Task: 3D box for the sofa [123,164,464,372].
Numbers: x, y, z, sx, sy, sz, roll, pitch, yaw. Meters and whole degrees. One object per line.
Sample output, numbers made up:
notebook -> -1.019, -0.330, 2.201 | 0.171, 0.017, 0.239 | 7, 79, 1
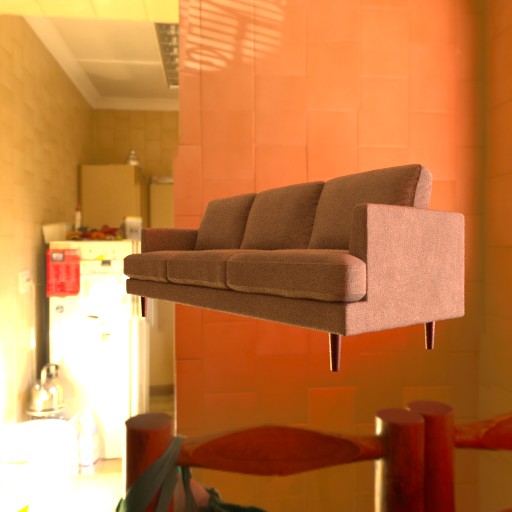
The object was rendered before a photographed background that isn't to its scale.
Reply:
sofa -> 0.000, 0.000, 2.778 | 0.903, 0.930, 2.246 | 0, 0, -37
